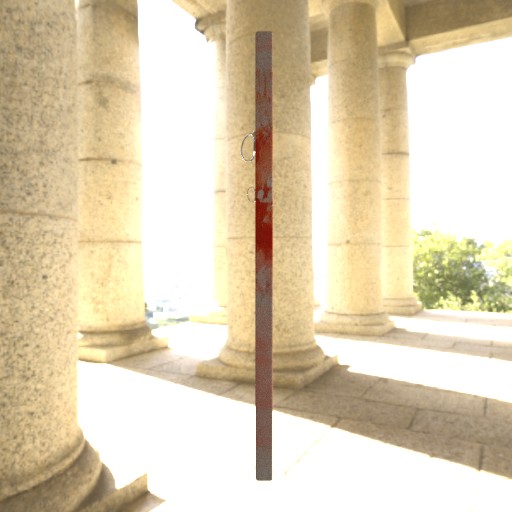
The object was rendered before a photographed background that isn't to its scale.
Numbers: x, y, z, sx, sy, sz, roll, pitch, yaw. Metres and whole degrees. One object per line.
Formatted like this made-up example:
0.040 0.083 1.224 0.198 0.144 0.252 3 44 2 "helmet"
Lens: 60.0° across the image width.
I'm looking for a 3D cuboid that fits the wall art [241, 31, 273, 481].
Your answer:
0.000 0.000 1.300 0.066 0.878 0.878 0 0 0 "wall art"
